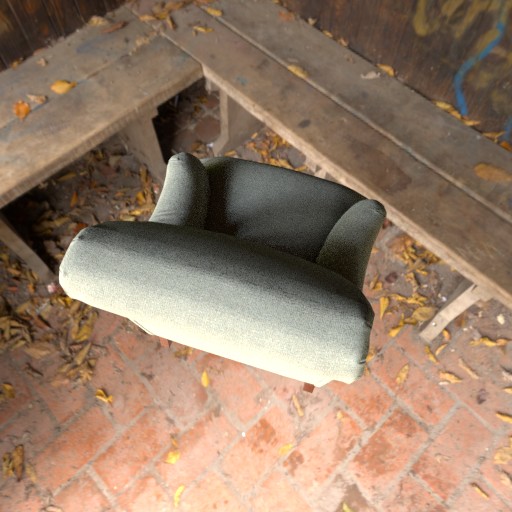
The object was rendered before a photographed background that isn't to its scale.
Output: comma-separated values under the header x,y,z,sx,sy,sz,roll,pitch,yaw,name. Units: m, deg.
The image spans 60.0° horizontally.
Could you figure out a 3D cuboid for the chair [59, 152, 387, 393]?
x,y,z,sx,sy,sz,roll,pitch,yaw,name
0.000,0.000,1.914,0.964,1.178,1.060,16,64,8,chair
